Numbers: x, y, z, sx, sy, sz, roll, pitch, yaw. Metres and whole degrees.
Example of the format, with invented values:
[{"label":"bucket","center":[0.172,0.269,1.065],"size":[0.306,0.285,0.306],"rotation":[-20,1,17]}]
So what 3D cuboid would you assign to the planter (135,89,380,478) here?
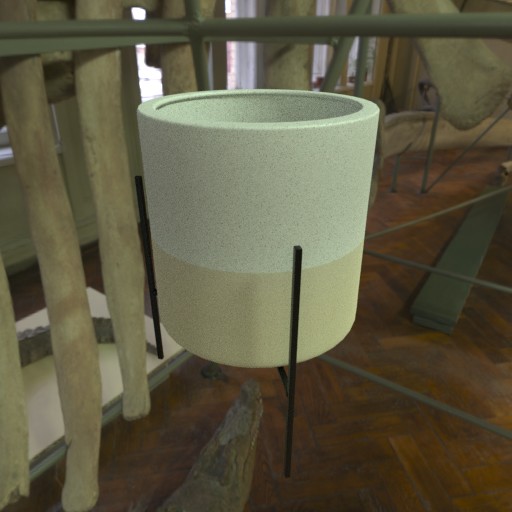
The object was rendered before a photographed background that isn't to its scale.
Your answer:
[{"label":"planter","center":[0.000,0.000,0.540],"size":[0.263,0.362,0.267],"rotation":[18,32,31]}]
